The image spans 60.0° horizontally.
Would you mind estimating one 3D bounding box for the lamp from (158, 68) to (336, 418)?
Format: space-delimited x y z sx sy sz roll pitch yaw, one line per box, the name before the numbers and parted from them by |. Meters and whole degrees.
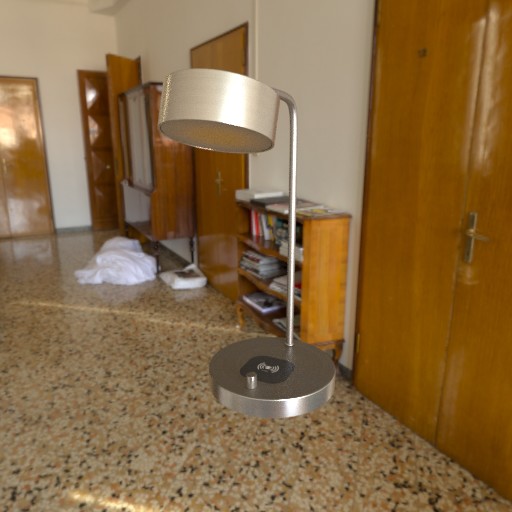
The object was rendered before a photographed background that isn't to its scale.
lamp | 0.000 0.000 0.639 0.211 0.469 0.334 7 17 25
